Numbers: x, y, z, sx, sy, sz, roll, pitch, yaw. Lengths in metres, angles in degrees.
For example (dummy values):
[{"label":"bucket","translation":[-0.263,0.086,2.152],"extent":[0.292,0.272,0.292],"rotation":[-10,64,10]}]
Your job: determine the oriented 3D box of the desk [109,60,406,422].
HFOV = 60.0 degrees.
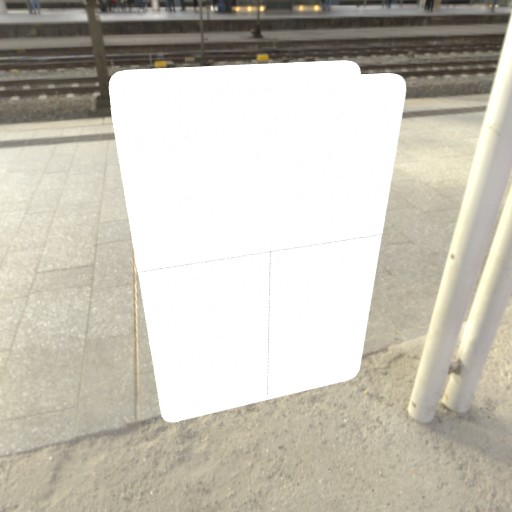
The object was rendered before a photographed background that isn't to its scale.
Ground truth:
[{"label":"desk","translation":[0.000,0.000,1.535],"extent":[0.795,1.190,0.278],"rotation":[-9,32,-14]}]
